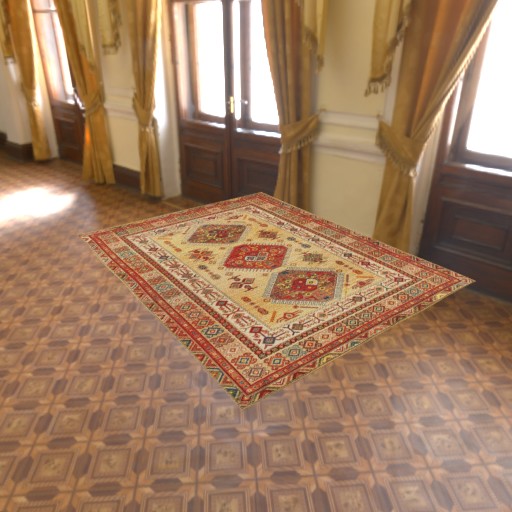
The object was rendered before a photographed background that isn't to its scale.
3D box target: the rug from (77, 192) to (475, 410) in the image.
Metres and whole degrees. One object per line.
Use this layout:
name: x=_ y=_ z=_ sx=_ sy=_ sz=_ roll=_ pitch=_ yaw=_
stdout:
rug: x=0.000 y=0.000 z=4.251 sx=2.460 sy=0.005 sz=3.067 roll=-18 pitch=32 yaw=-32
